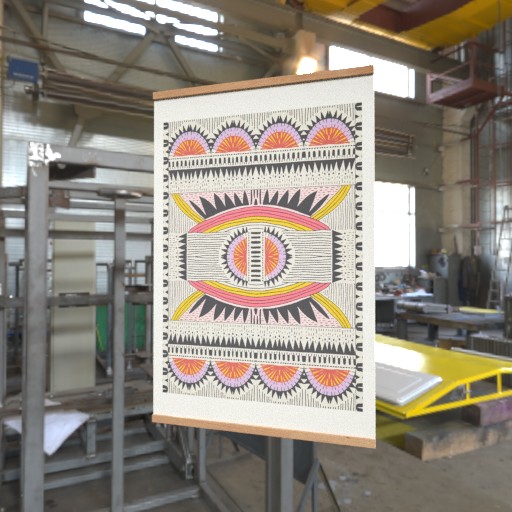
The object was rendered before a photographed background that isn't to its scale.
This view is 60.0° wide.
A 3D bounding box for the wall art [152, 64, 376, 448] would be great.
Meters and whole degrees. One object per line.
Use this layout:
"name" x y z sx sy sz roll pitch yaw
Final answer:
"wall art" 0.000 0.000 1.928 0.999 1.533 0.028 0 -1 17
